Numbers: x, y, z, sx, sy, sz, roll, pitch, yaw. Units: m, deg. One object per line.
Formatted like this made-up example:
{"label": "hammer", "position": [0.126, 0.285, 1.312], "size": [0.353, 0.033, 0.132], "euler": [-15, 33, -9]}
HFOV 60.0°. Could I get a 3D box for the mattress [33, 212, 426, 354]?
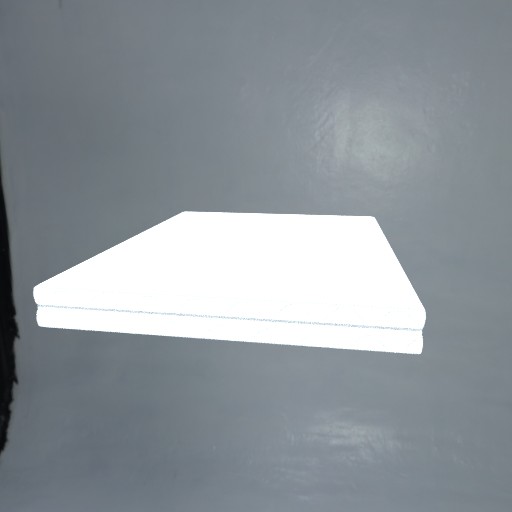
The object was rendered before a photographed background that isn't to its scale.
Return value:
{"label": "mattress", "position": [0.000, 0.000, 2.726], "size": [1.600, 0.200, 2.000], "euler": [2, 15, 9]}
